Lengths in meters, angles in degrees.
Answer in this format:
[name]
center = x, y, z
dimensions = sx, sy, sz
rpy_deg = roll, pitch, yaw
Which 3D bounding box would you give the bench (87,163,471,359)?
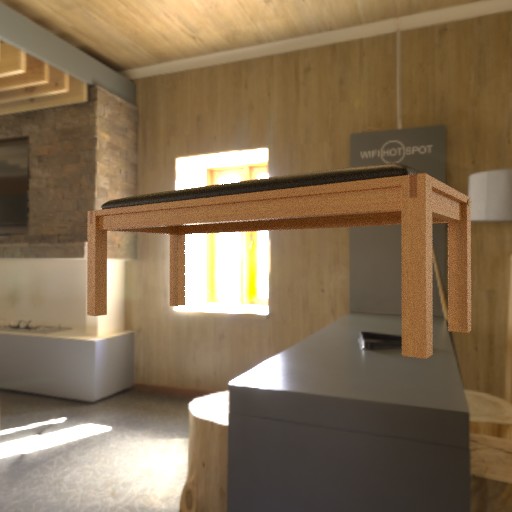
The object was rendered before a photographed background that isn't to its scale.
[bench]
center = 0.000, 0.000, 1.444
dimensions = 1.202, 0.430, 0.450
rpy_deg = 0, -1, 37
